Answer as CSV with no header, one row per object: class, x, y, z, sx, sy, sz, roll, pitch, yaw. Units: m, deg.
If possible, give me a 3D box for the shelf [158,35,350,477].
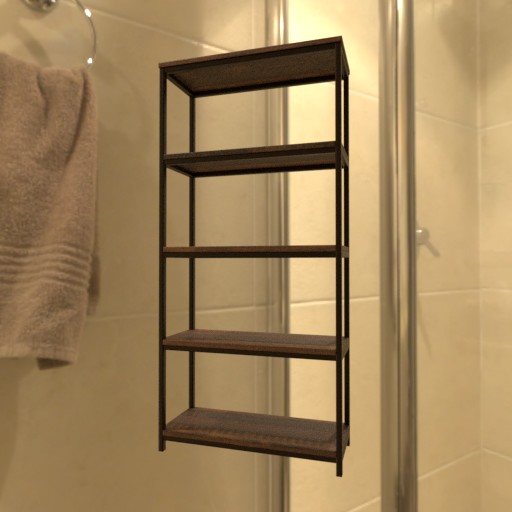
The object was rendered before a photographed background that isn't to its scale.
shelf,0.000,0.000,2.166,0.874,1.860,0.359,0,-1,17
